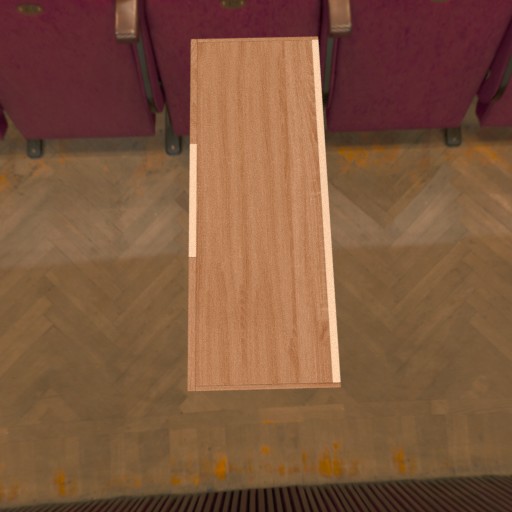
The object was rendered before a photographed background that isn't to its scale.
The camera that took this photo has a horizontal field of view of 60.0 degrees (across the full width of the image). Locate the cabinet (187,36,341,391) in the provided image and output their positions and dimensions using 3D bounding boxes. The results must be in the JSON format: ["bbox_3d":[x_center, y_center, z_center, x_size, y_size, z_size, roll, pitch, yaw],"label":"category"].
[{"bbox_3d":[0.000,0.000,2.833,0.590,2.120,1.500,-1,77,0],"label":"cabinet"}]
